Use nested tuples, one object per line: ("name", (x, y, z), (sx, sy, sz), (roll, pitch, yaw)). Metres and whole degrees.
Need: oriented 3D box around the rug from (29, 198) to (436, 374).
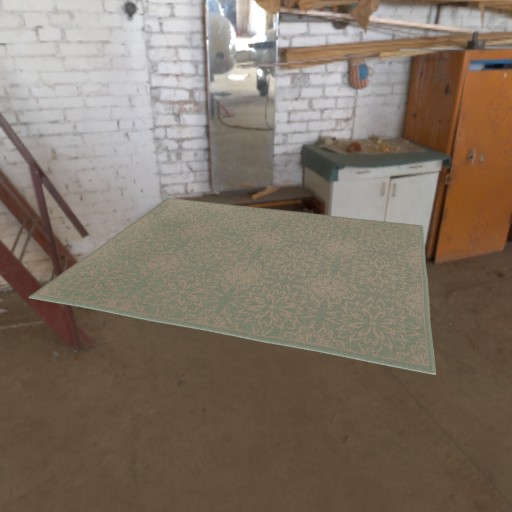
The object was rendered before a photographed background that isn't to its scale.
("rug", (0.000, 0.000, 4.062), (2.980, 0.012, 2.363), (8, 28, 15))
